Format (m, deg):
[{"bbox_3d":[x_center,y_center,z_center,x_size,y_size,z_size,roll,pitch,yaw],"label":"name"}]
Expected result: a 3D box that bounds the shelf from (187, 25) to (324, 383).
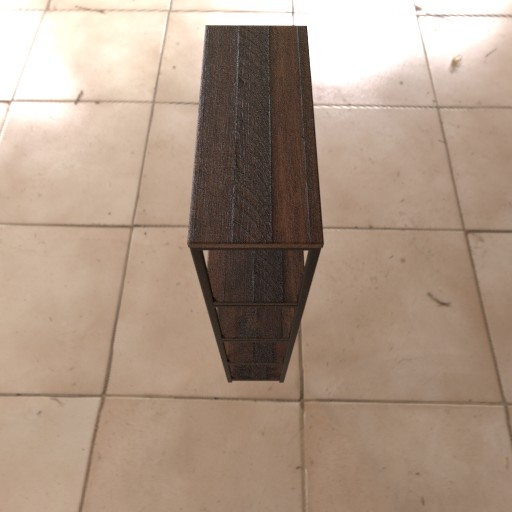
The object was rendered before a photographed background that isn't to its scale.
[{"bbox_3d":[0.000,0.000,2.188,0.359,1.860,0.874,0,63,0],"label":"shelf"}]
